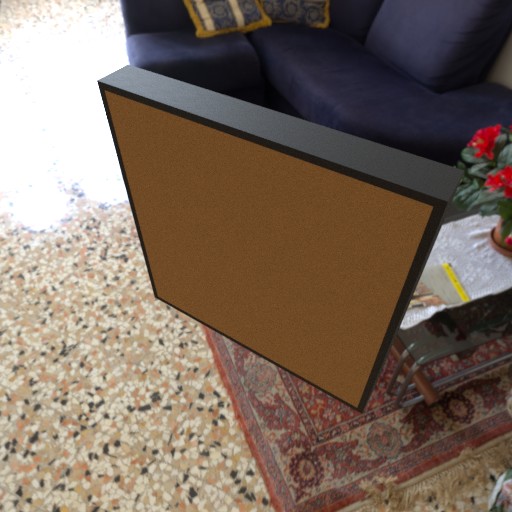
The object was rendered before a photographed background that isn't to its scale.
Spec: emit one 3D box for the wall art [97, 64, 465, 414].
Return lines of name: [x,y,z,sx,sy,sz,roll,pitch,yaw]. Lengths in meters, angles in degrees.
wall art: [0.000,0.000,0.449,0.304,0.304,0.038,25,51,22]
